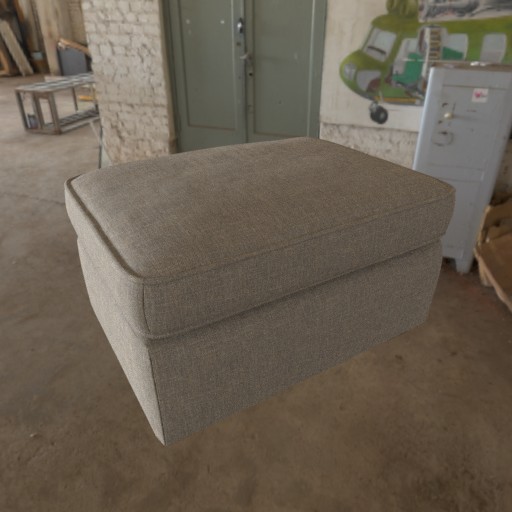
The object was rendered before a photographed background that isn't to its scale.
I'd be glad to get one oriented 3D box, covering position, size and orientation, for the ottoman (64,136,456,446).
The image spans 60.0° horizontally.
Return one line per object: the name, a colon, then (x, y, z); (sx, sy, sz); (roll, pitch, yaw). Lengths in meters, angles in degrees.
ottoman: (0.000, 0.000, 1.093); (0.762, 0.457, 0.559); (-17, 34, -27)
